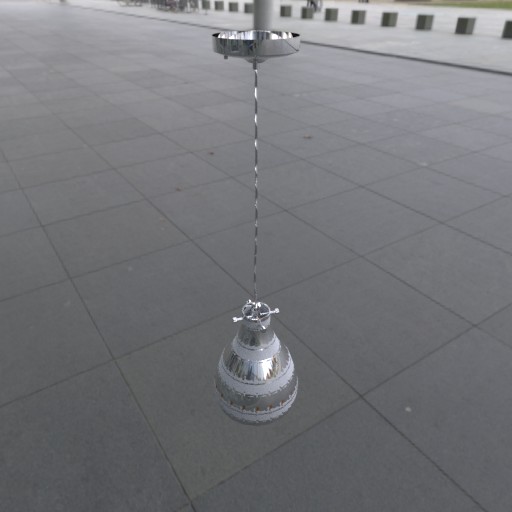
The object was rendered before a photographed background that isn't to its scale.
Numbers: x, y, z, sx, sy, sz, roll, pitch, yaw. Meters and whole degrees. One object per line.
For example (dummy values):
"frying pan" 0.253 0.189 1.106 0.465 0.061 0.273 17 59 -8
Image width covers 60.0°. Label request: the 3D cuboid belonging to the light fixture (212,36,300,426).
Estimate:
"light fixture" 0.000 0.000 1.626 0.374 1.457 0.374 -10 33 -16
